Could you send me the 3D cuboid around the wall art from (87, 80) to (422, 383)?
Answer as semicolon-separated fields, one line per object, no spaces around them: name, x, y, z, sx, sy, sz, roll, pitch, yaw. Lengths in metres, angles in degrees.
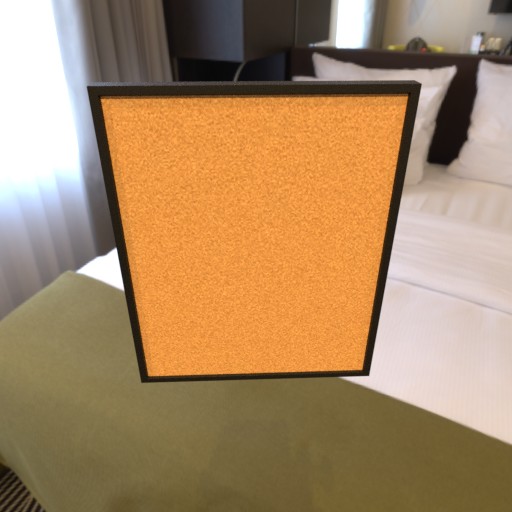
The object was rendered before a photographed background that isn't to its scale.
wall art;0.000;0.000;0.758;0.457;0.559;0.029;-1;31;-2
